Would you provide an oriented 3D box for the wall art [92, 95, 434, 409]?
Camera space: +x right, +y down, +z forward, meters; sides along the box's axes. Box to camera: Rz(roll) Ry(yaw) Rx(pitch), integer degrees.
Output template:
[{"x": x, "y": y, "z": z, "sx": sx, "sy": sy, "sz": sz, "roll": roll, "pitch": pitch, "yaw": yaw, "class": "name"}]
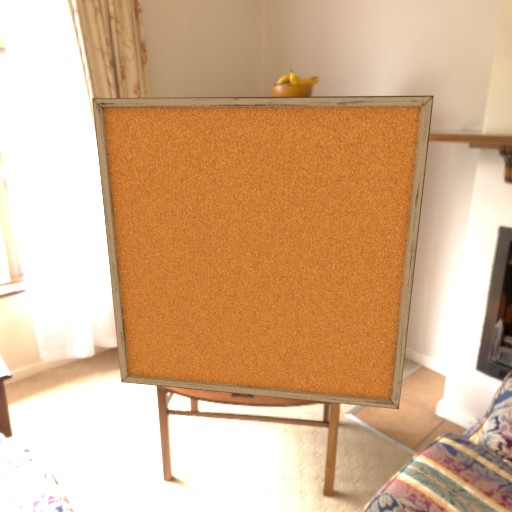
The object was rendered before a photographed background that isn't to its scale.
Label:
[{"x": 0.000, "y": 0.000, "z": 0.451, "sx": 0.303, "sy": 0.303, "sz": 0.036, "roll": 3, "pitch": 17, "yaw": 9, "class": "wall art"}]
